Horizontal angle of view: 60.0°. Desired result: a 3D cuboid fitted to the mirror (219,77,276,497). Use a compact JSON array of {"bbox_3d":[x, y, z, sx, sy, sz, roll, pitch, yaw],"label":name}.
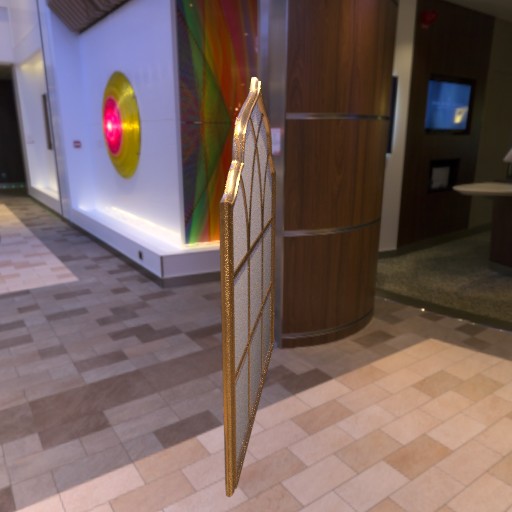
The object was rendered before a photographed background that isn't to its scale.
[{"bbox_3d":[0.000,0.000,0.845,0.018,0.635,0.513,2,16,9],"label":"mirror"}]
